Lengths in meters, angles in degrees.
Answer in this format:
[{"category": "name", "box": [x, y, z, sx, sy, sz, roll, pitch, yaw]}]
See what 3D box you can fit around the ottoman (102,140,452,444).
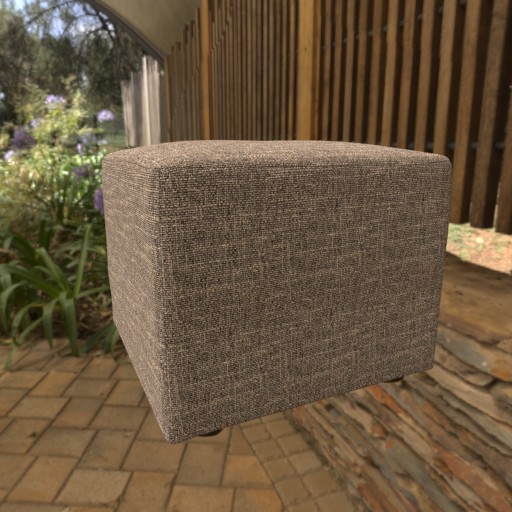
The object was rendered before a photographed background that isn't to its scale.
[{"category": "ottoman", "box": [0.000, 0.000, 0.898, 0.521, 0.453, 0.512, -7, 16, -25]}]
